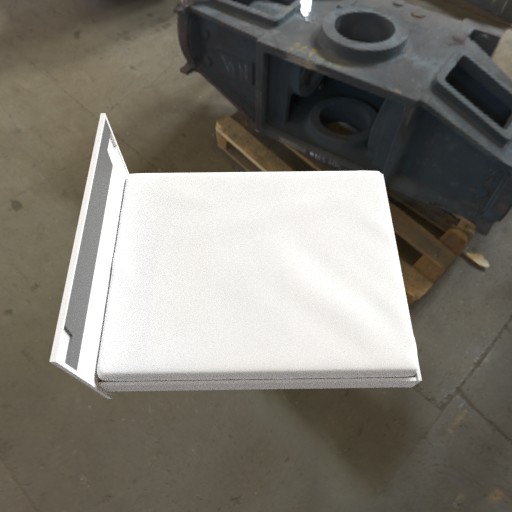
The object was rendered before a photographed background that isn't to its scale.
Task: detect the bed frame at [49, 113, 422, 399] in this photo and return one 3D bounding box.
[{"bbox_3d":[0.000,0.000,3.078,2.100,1.001,1.711,-1,62,0],"label":"bed frame"}]
